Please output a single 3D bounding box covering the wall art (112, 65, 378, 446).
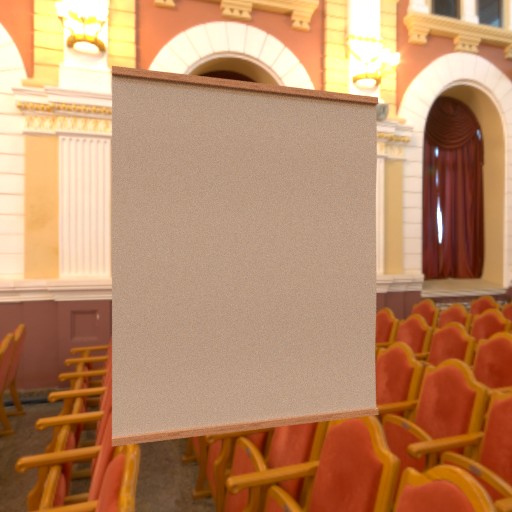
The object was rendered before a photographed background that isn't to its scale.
[{"bbox_3d":[0.000,0.000,0.656,0.406,0.508,0.013,0,0,-17],"label":"wall art"}]
